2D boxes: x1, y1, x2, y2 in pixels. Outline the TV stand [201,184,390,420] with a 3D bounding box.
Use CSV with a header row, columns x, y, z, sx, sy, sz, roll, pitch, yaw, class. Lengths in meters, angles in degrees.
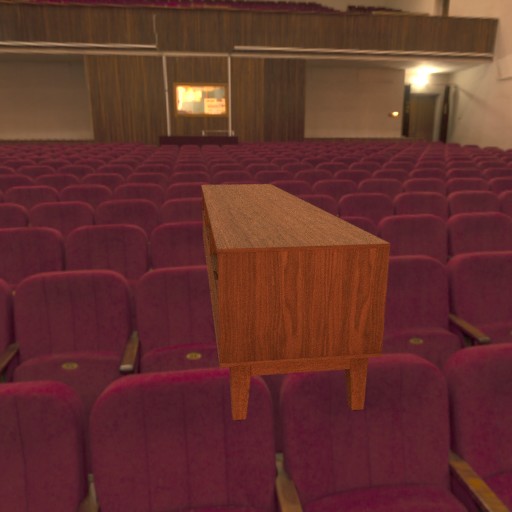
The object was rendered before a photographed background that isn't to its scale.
x,y,z,sx,sy,sz,roll,pitch,yaw,class
0.000,0.000,1.675,0.366,0.409,1.482,-2,14,-8,TV stand
